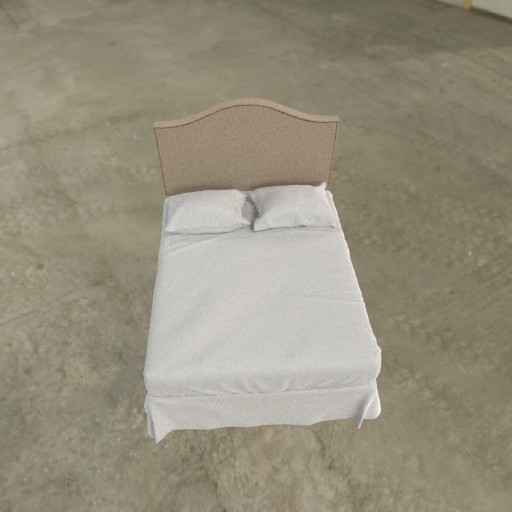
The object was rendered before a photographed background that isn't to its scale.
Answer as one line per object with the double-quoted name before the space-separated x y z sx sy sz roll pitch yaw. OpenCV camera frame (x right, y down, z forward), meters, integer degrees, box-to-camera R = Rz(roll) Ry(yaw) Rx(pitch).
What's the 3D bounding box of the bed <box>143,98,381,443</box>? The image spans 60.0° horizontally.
"bed" 0.000 0.000 3.528 1.876 1.645 2.221 -3 46 -3
